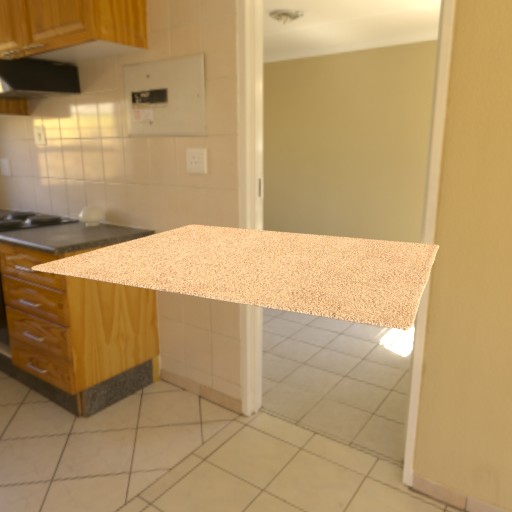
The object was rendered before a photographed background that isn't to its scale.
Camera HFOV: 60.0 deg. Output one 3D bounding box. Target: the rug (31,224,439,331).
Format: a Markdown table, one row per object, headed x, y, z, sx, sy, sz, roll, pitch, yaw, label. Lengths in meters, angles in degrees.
| x | y | z | sx | sy | sz | roll | pitch | yaw | label |
| --- | --- | --- | --- | --- | --- | --- | --- | --- | --- |
| 0.000 | 0.000 | 4.152 | 3.047 | 0.029 | 2.438 | 6 | 15 | 25 | rug |
